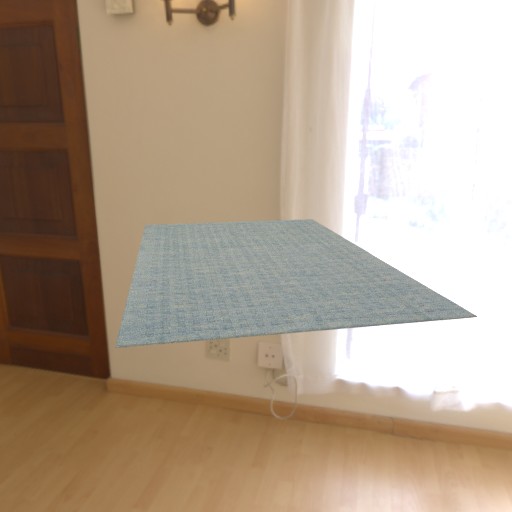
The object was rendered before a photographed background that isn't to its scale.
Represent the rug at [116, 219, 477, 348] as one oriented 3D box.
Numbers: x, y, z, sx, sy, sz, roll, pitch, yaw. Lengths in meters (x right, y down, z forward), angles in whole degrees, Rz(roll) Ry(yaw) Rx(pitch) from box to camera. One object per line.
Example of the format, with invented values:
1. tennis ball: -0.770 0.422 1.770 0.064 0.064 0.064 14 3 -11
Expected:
1. rug: 0.000 0.000 2.180 1.142 0.006 1.752 -3 16 -11
